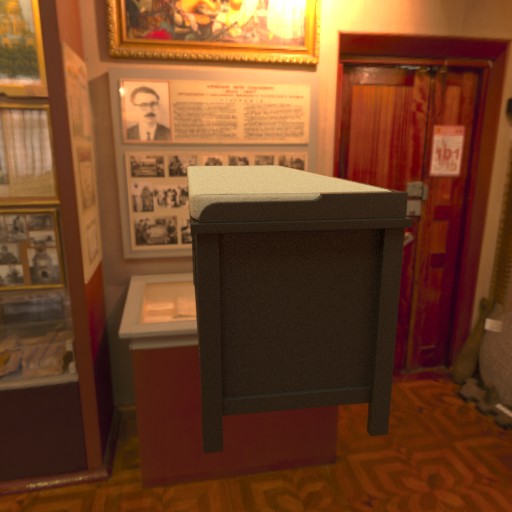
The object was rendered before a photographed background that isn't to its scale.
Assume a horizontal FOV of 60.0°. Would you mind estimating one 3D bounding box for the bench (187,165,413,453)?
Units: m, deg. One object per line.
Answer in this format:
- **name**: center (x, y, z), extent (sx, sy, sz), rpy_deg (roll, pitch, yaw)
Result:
- **bench**: center (0.000, 0.000, 1.365), extent (0.398, 0.501, 1.140), rpy_deg (-2, 14, -9)
